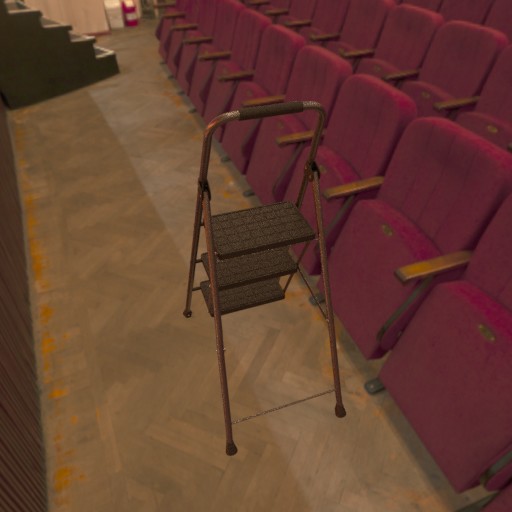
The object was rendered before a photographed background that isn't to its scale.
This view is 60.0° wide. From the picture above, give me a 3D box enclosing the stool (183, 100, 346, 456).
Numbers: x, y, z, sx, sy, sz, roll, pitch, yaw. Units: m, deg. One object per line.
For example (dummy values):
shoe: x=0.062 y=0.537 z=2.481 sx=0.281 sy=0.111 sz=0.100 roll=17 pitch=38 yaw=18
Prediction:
stool: x=0.000 y=0.000 z=1.513 sx=0.473 sy=1.121 sz=0.733 roll=-13 pitch=41 yaw=-15
